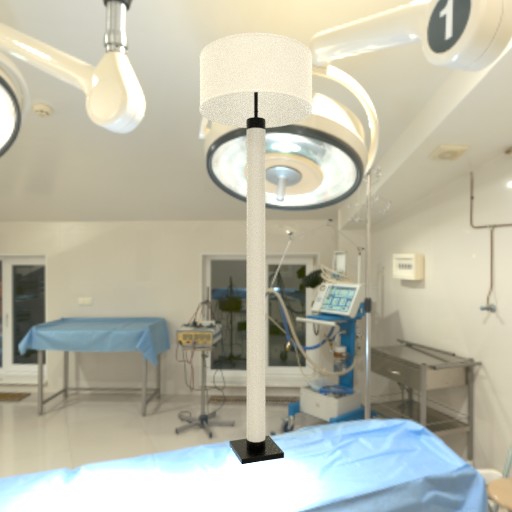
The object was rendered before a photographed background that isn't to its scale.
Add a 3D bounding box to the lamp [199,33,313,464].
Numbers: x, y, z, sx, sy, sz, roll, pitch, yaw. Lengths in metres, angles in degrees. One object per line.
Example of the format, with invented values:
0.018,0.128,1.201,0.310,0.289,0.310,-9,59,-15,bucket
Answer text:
0.000,0.000,1.657,0.420,1.475,0.420,0,0,-19,lamp
